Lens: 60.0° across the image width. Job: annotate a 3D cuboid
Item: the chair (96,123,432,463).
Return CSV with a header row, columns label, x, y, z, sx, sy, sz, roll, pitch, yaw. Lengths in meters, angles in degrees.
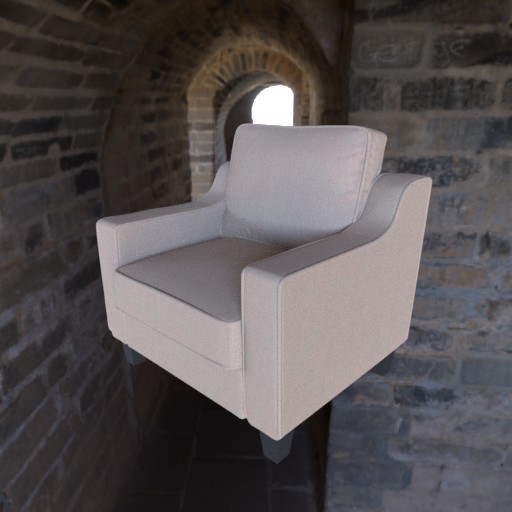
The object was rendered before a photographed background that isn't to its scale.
label,x,y,z,sx,sy,sz,roll,pitch,yaw
chair,0.000,0.000,1.678,0.922,0.948,0.882,16,24,41
